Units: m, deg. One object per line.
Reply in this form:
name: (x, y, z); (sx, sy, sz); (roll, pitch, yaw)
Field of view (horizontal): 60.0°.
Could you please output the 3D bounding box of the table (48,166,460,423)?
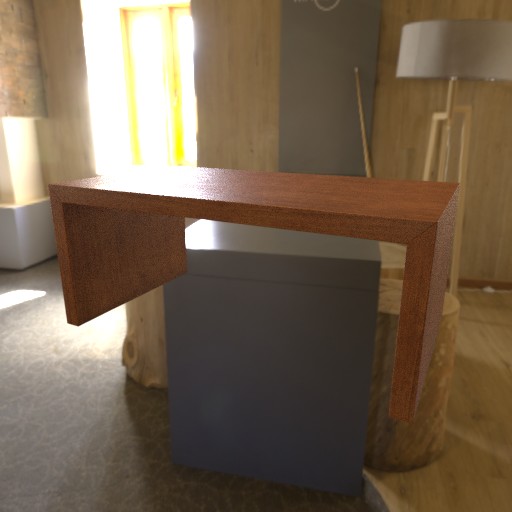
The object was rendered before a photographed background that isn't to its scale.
table: (0.000, 0.000, 1.287); (1.000, 0.419, 0.549); (9, 19, 26)
